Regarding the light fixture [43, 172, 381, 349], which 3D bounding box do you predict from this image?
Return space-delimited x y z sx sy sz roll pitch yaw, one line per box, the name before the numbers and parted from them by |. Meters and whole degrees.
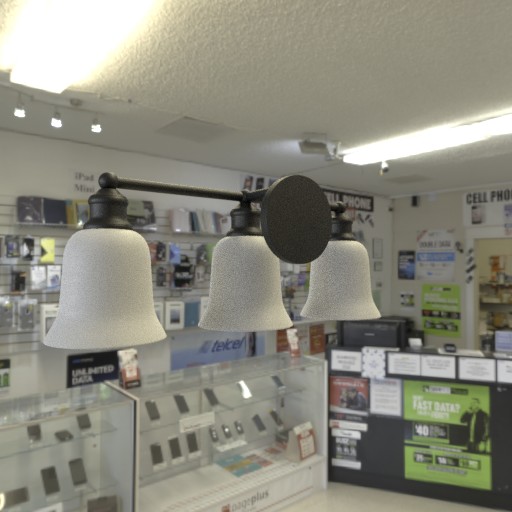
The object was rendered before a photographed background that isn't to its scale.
light fixture | 0.000 0.000 0.663 0.570 0.211 0.198 1 -2 -37
